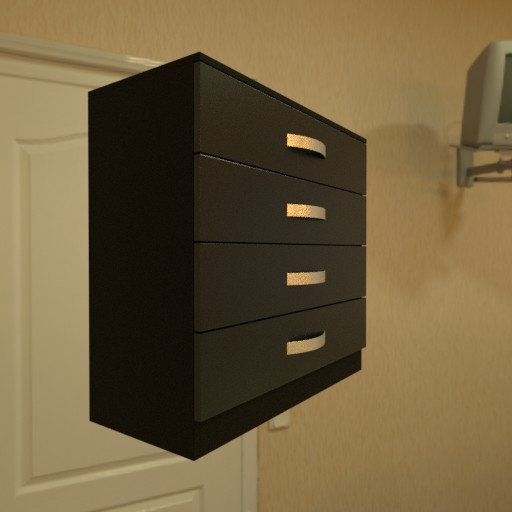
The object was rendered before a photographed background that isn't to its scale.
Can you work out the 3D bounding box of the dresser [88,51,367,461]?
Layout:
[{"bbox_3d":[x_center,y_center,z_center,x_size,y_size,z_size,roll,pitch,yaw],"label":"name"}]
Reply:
[{"bbox_3d":[0.000,0.000,1.166,0.360,0.720,0.750,0,1,36],"label":"dresser"}]
